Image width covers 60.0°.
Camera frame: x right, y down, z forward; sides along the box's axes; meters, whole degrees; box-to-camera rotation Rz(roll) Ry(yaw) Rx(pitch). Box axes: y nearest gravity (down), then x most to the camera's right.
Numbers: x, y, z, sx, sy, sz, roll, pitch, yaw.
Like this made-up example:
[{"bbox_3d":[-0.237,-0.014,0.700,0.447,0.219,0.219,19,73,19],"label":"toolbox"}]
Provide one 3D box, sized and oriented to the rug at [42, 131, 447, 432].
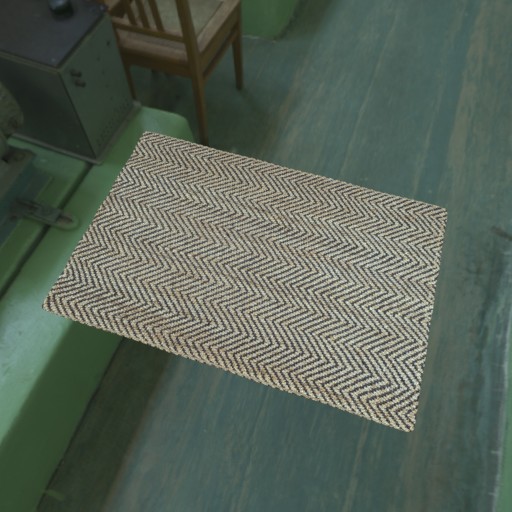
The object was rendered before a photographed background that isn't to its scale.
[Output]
[{"bbox_3d":[0.000,0.000,2.304,1.828,0.008,1.219,16,64,8],"label":"rug"}]
